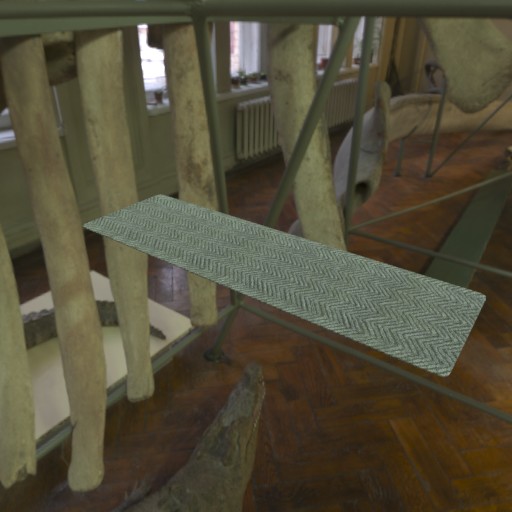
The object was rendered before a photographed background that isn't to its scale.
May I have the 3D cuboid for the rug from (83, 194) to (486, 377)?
[{"bbox_3d":[0.000,0.000,2.503,2.286,0.008,0.686,20,35,31],"label":"rug"}]
